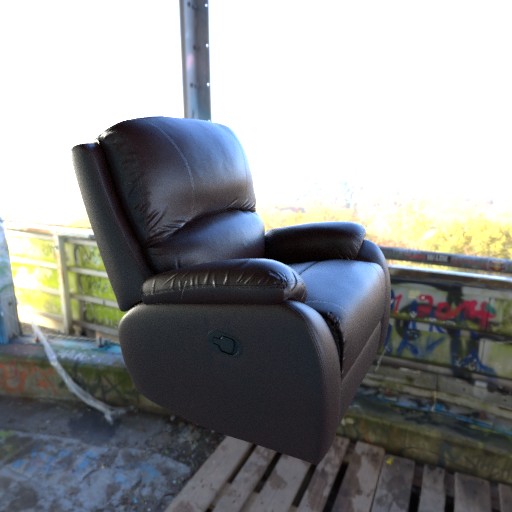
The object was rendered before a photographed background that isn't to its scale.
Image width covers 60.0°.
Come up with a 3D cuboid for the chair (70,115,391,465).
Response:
[{"bbox_3d":[0.000,0.000,1.668,0.899,1.011,0.930,7,16,26],"label":"chair"}]
